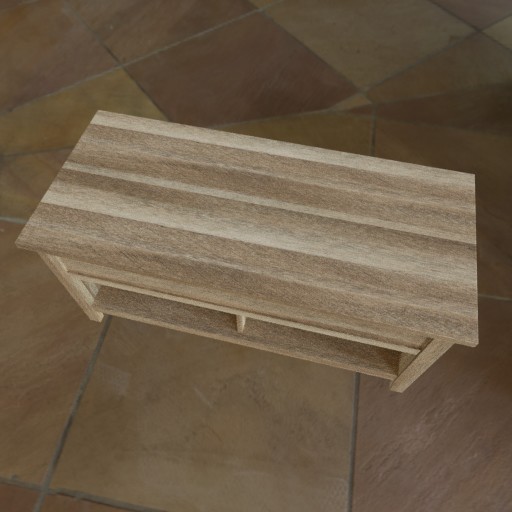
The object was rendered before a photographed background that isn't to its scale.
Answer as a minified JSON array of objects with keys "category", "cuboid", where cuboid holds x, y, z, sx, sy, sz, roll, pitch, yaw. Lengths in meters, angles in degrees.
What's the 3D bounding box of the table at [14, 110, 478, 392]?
[{"category":"table","cuboid":[0.000,0.000,1.342,1.095,0.480,0.493,12,59,7]}]
